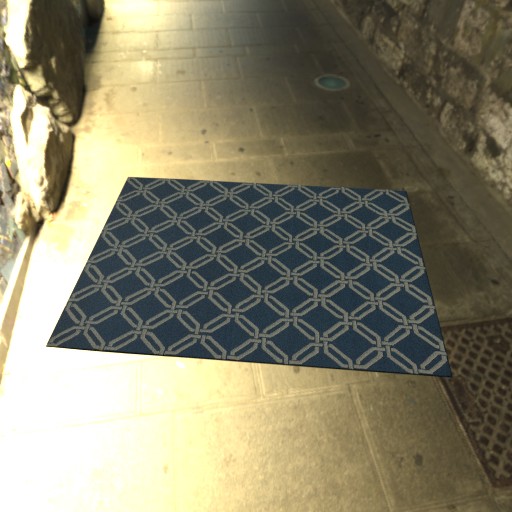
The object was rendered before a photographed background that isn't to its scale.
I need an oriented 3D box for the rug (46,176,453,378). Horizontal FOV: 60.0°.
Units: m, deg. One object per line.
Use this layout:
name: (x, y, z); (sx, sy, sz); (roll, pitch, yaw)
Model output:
rug: (0.000, 0.000, 4.463); (3.342, 0.018, 2.432); (3, 46, 3)
